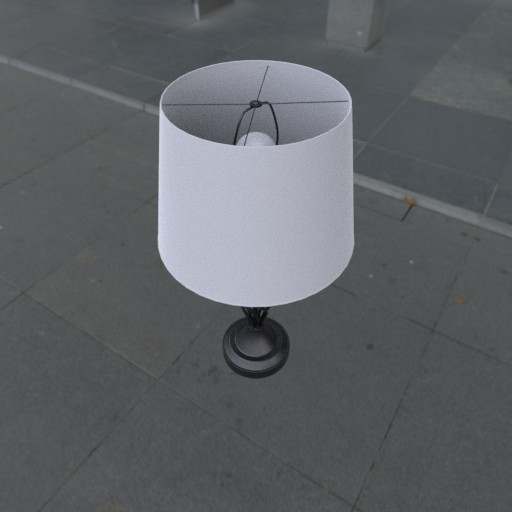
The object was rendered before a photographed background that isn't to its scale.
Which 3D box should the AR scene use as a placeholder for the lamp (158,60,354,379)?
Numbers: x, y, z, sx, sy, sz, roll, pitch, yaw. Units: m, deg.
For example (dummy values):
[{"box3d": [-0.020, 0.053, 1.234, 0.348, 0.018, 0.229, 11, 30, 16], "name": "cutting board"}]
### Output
[{"box3d": [0.000, 0.000, 0.797, 0.331, 0.594, 0.331, 0, 45, 0], "name": "lamp"}]
